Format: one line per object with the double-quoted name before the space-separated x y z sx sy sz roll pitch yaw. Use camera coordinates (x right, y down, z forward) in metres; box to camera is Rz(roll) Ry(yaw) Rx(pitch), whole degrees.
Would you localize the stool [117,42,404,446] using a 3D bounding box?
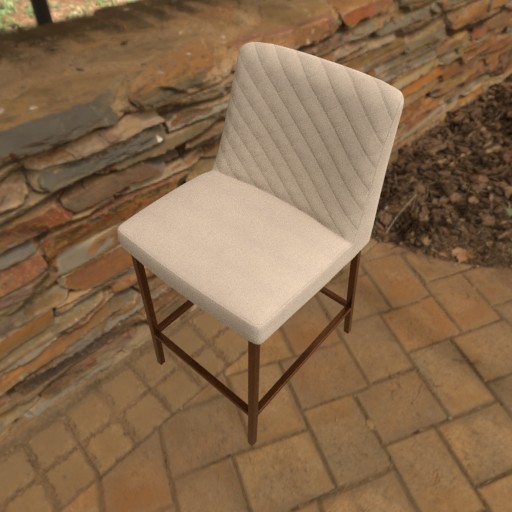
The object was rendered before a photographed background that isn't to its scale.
"stool" 0.000 0.000 1.284 0.507 0.973 0.576 32 54 27
